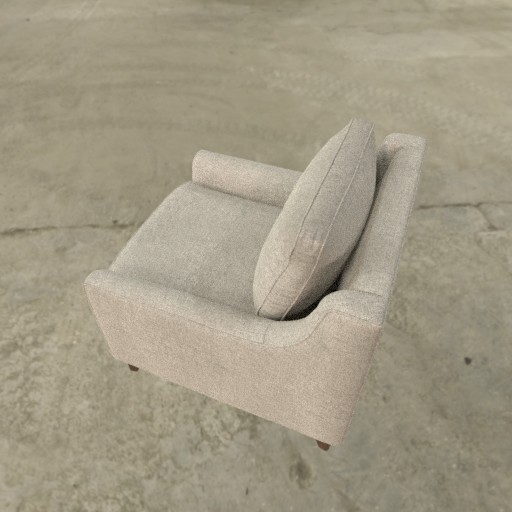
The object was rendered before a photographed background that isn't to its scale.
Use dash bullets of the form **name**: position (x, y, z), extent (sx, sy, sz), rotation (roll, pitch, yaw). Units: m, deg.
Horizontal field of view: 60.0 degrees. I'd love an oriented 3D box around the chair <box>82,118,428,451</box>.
- **chair**: position (0.000, 0.000, 1.566), extent (0.918, 0.864, 0.838), rotation (16, 48, 15)
